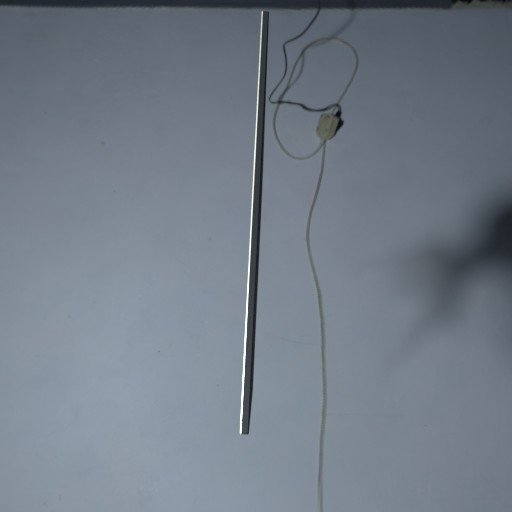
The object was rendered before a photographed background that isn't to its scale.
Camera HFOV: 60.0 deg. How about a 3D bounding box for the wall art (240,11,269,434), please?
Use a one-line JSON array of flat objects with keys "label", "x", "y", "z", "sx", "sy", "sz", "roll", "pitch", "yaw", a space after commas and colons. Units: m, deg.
[{"label": "wall art", "x": 0.000, "y": 0.000, "z": 0.756, "sx": 0.009, "sy": 0.559, "sz": 0.483, "roll": 3, "pitch": 77, "yaw": 1}]
